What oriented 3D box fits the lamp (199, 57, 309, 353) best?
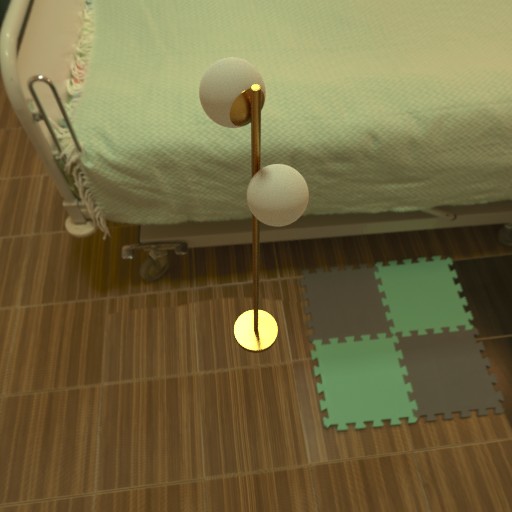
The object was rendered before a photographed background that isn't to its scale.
[{"bbox_3d":[0.000,0.000,1.831,0.249,1.641,0.419,-31,63,-18],"label":"lamp"}]
